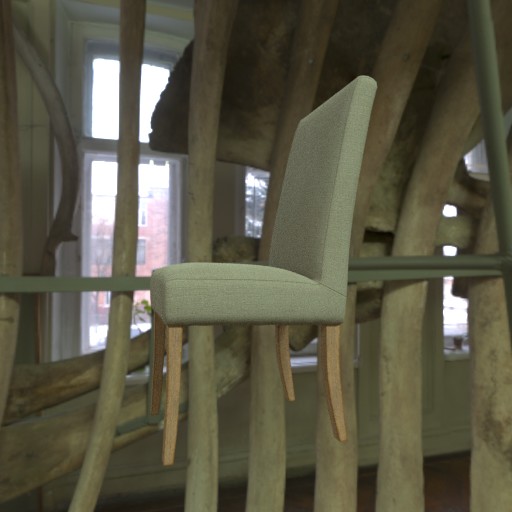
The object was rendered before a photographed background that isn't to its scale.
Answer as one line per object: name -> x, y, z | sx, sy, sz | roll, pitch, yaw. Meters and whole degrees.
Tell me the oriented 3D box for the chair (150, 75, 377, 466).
chair -> 0.000, 0.000, 1.374 | 0.611, 1.033, 0.450 | 0, -1, -18
